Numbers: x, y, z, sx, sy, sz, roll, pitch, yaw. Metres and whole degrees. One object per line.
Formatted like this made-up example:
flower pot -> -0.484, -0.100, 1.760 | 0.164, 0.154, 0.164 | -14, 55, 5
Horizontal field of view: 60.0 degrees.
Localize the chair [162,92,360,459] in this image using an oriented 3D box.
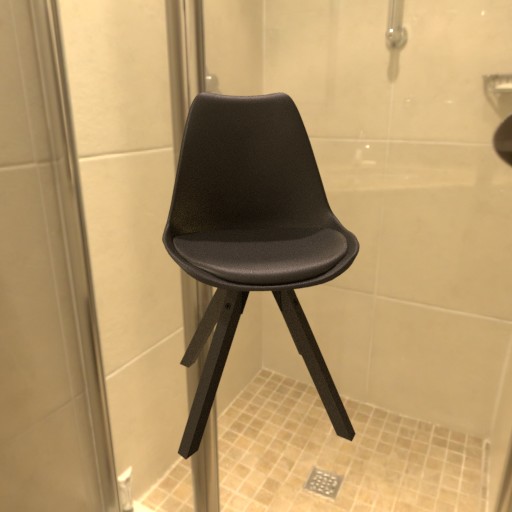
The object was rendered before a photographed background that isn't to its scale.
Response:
chair -> 0.000, 0.000, 1.198 | 0.485, 0.850, 0.550 | -3, 18, -8
